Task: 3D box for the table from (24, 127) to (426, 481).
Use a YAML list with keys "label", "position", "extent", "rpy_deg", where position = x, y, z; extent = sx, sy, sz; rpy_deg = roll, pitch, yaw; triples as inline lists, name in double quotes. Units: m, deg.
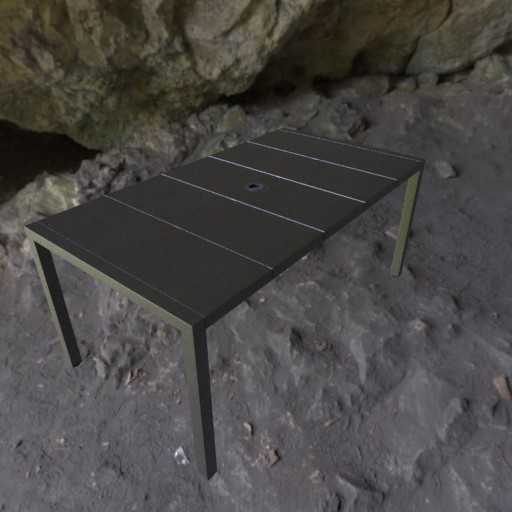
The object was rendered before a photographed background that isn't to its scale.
- label: "table"
  position: [0.000, 0.000, 2.186]
  extent: [0.914, 0.735, 1.680]
  rpy_deg: [23, 39, 32]
